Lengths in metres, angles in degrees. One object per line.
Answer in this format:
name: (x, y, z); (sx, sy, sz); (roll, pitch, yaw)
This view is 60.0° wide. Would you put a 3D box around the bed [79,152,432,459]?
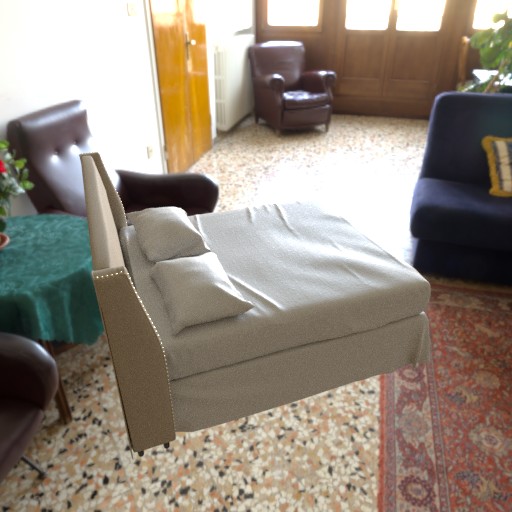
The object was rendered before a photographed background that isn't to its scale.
bed: (0.000, 0.000, 3.382); (2.276, 1.332, 1.925); (-11, 33, -18)
